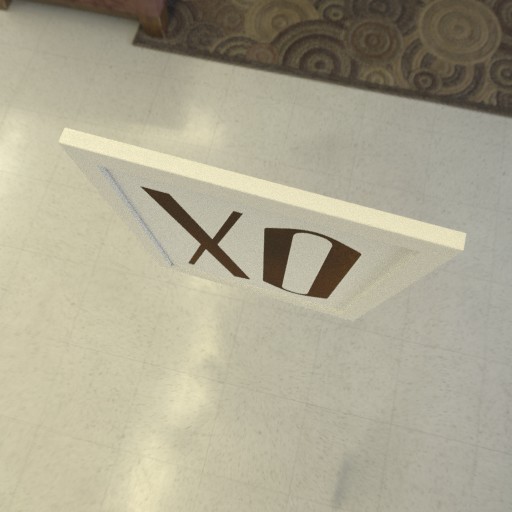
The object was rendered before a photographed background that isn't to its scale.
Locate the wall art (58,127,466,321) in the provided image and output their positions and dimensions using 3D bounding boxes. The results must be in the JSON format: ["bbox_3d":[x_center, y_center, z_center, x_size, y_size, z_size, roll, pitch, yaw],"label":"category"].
[{"bbox_3d":[0.000,0.000,0.726,0.444,0.536,0.020,16,75,4],"label":"wall art"}]
